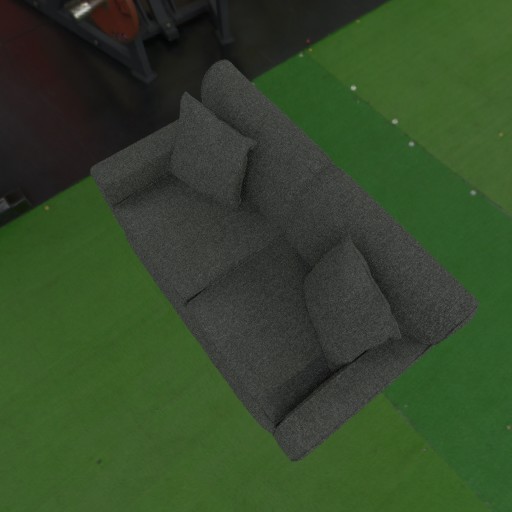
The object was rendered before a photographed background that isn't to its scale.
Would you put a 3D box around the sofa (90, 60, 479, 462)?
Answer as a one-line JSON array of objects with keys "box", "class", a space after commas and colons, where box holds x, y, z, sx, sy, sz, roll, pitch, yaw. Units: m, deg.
[{"box": [0.000, 0.000, 2.385, 0.998, 0.958, 1.846, -34, 69, -15], "class": "sofa"}]
